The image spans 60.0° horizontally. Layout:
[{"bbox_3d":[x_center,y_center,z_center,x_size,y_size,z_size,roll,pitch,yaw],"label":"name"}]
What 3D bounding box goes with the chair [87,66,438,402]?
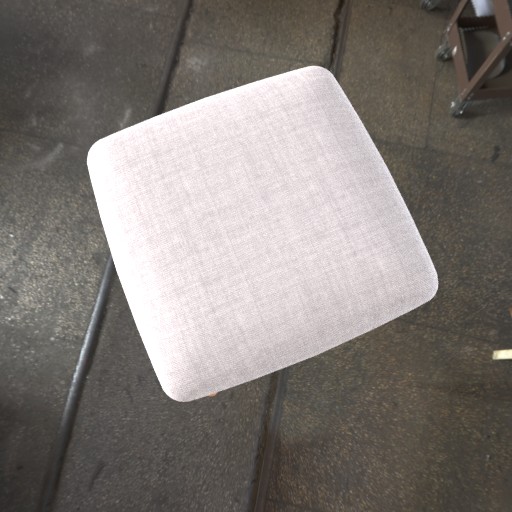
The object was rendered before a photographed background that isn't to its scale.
[{"bbox_3d":[0.000,0.000,0.703,0.350,0.440,0.350,-21,76,-6],"label":"chair"}]
